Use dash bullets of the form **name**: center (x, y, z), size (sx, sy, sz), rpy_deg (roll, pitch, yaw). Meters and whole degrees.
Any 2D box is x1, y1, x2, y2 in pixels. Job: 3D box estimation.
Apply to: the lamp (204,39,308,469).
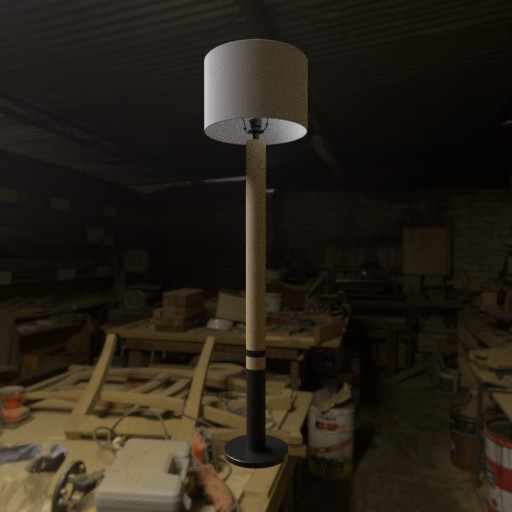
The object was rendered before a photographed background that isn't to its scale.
- **lamp**: center (0.000, 0.000, 1.656), size (0.381, 1.478, 0.381), rpy_deg (0, 1, 16)
